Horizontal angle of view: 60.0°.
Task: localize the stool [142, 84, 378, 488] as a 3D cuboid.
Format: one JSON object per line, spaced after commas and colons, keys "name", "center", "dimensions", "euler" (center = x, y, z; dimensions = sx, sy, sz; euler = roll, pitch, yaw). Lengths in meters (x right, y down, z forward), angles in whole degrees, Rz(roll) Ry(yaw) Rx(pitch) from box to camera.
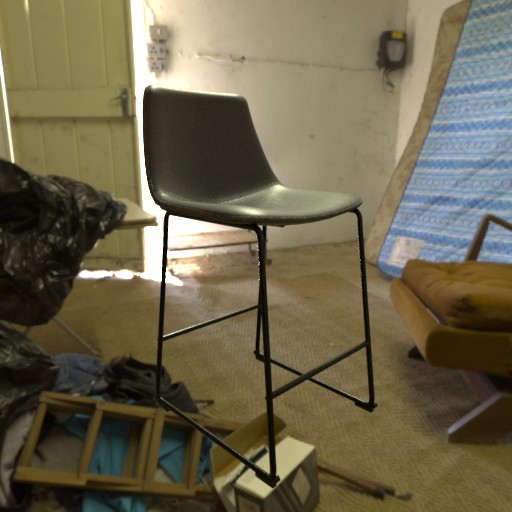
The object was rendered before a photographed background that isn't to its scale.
{"name": "stool", "center": [0.000, 0.000, 1.179], "dimensions": [0.470, 0.876, 0.546], "euler": [-13, 19, -43]}
